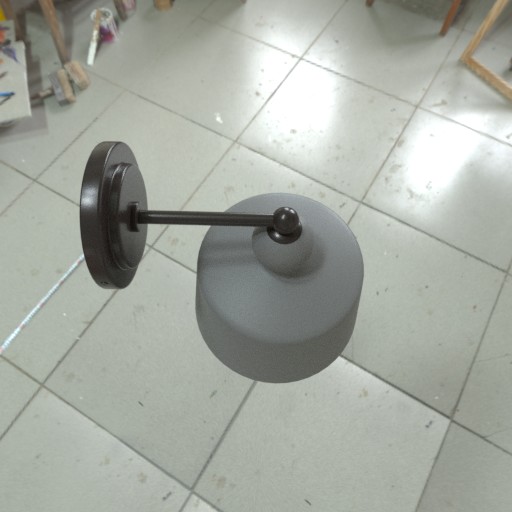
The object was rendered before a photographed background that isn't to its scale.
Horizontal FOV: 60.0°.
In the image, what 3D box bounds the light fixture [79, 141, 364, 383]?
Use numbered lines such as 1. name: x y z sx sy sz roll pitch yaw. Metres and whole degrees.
1. light fixture: 0.000 0.000 0.445 0.254 0.268 0.204 1 64 1
